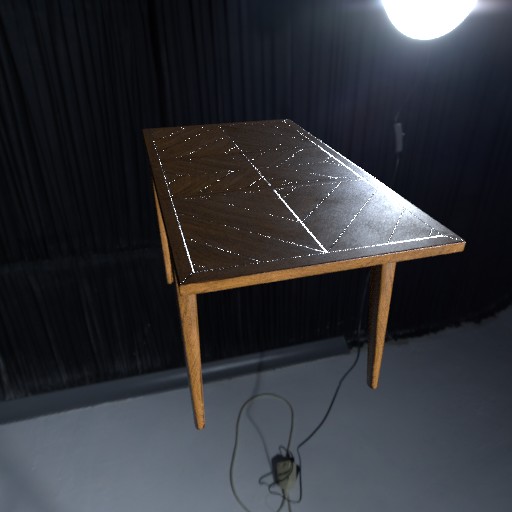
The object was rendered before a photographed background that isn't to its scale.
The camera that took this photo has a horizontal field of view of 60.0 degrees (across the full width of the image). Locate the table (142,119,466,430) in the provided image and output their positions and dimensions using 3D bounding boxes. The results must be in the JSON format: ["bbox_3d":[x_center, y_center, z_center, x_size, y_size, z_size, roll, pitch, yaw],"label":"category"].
[{"bbox_3d":[0.000,0.000,1.855,0.757,0.760,1.400,-8,31,-14],"label":"table"}]
